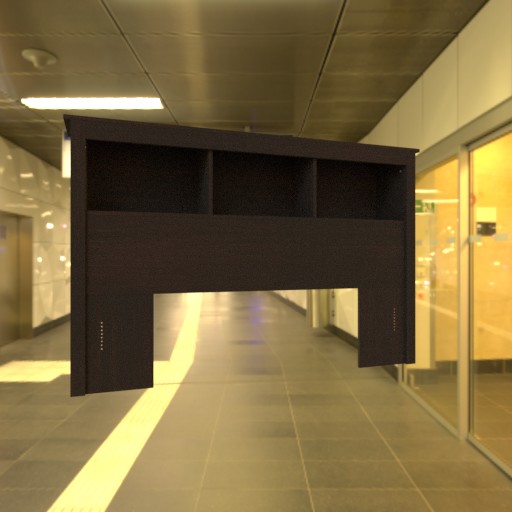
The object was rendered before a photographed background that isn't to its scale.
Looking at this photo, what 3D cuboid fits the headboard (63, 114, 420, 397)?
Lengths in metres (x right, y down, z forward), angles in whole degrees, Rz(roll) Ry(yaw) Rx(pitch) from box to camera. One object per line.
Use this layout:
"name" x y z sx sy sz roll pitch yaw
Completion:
"headboard" 0.000 0.000 2.114 1.671 1.092 0.279 0 0 -19
